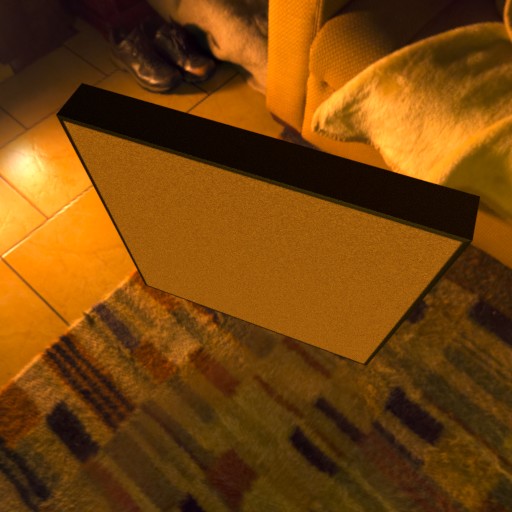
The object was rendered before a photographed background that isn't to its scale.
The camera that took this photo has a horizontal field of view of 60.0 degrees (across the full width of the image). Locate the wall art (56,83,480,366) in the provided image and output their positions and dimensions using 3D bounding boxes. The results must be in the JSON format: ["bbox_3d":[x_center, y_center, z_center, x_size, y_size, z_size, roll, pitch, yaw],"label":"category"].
[{"bbox_3d":[0.000,0.000,0.444,0.304,0.303,0.037,19,63,10],"label":"wall art"}]
